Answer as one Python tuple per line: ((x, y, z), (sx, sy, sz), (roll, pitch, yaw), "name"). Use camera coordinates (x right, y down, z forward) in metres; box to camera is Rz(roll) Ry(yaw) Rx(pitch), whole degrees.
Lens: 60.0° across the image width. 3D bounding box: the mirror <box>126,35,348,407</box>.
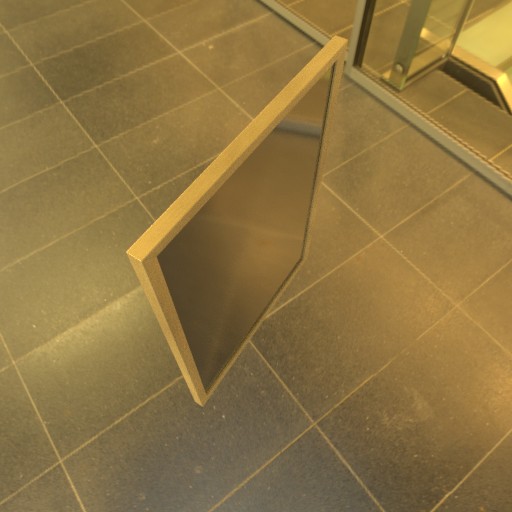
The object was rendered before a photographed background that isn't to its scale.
((0.000, 0.000, 1.354), (0.040, 1.016, 0.762), (29, 62, 17), "mirror")
